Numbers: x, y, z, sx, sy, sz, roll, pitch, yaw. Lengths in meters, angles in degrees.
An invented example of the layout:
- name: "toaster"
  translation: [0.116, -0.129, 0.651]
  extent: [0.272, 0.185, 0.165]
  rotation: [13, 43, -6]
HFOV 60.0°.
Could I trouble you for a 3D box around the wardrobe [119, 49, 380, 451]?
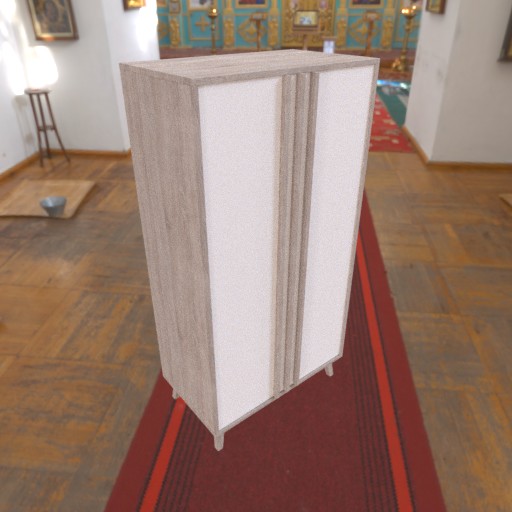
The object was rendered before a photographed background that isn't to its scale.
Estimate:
- name: "wardrobe"
  translation: [0.000, 0.000, 2.417]
  extent: [1.000, 1.960, 0.600]
  rotation: [-22, 36, -33]
